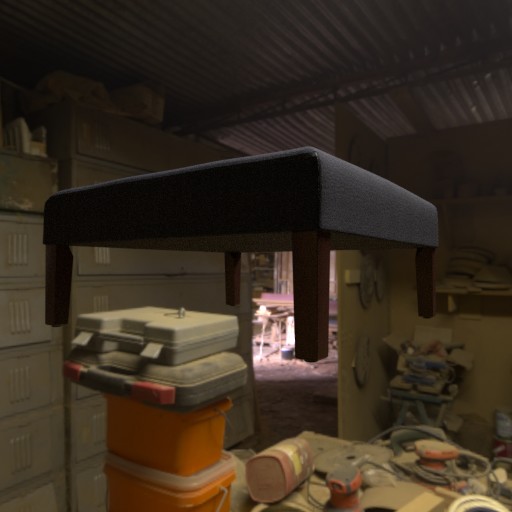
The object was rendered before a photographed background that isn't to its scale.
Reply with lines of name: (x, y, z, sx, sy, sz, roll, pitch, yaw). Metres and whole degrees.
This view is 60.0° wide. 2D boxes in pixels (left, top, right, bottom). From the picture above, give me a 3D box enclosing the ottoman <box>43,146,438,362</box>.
ottoman: (0.000, 0.000, 1.381, 0.889, 0.411, 0.890, -1, -2, 35)
